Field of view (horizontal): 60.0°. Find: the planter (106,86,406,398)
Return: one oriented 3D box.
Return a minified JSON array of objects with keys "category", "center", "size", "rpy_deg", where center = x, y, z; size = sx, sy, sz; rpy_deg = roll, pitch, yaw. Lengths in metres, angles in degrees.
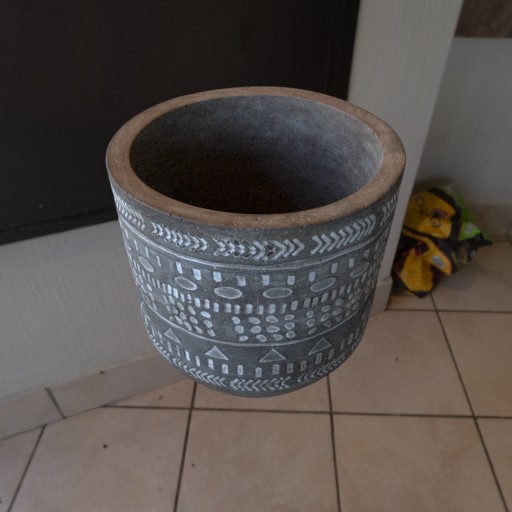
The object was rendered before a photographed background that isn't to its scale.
[{"category":"planter","center":[0.000,0.000,0.262],"size":[0.142,0.149,0.142],"rpy_deg":[0,41,0]}]
